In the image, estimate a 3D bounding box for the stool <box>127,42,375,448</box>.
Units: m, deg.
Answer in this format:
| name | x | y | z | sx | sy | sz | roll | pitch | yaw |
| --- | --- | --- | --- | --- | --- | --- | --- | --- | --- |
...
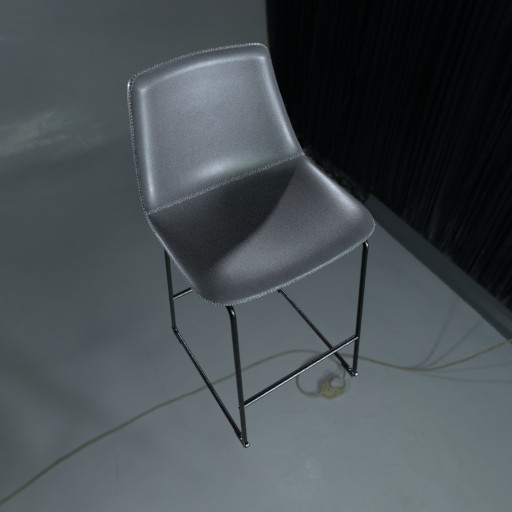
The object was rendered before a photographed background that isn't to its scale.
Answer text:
| name | x | y | z | sx | sy | sz | roll | pitch | yaw |
| --- | --- | --- | --- | --- | --- | --- | --- | --- | --- |
| stool | 0.000 | 0.000 | 1.165 | 0.470 | 0.876 | 0.546 | -25 | 52 | -22 |
